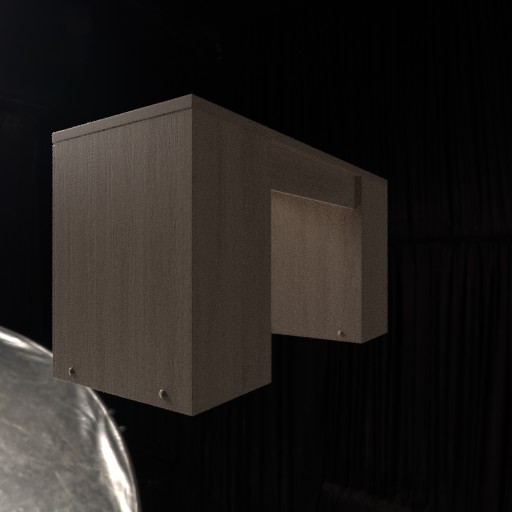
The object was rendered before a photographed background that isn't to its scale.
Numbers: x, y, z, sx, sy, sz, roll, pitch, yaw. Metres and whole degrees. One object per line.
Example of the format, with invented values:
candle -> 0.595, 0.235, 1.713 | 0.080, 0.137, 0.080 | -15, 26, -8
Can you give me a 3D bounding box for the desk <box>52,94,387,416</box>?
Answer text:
desk -> 0.000, 0.000, 1.757 | 0.600, 0.740, 1.390 | 0, 0, 35
